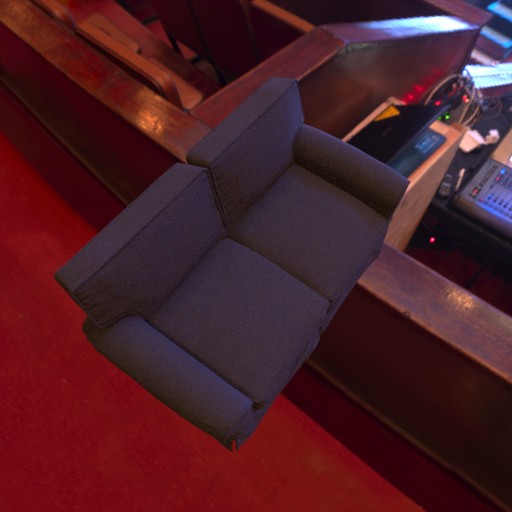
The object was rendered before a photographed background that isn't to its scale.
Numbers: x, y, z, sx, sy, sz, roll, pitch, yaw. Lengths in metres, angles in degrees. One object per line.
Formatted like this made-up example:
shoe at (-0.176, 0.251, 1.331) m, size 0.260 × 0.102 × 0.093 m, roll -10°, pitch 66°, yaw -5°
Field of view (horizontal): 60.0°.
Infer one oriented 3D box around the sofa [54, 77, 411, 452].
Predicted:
sofa at (0.000, 0.000, 2.443) m, size 0.997 × 1.059 × 1.801 m, roll 32°, pitch 65°, yaw 18°
